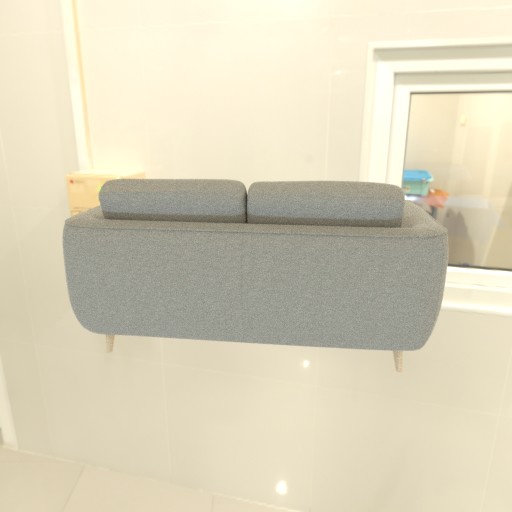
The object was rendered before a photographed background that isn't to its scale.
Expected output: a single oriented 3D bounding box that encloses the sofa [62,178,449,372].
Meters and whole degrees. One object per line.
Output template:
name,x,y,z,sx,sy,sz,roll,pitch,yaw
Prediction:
sofa,0.000,0.000,2.272,1.700,0.850,0.920,2,18,7
